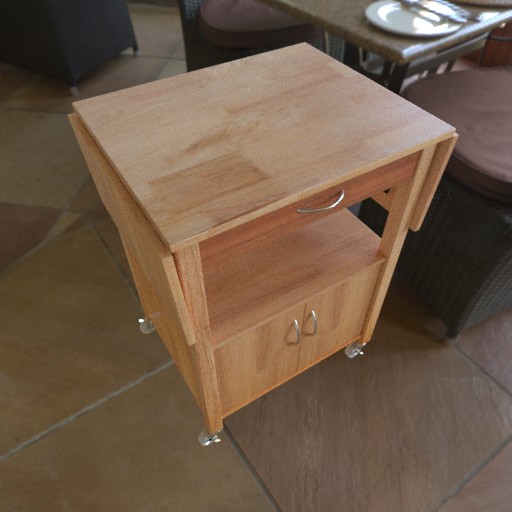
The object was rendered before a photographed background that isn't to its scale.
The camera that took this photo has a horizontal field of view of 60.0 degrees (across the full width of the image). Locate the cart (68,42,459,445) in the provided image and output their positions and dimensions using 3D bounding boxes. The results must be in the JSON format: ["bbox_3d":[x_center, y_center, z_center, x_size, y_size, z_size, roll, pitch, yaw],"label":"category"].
[{"bbox_3d":[0.000,0.000,1.204,0.640,0.838,0.508,-24,51,-21],"label":"cart"}]
